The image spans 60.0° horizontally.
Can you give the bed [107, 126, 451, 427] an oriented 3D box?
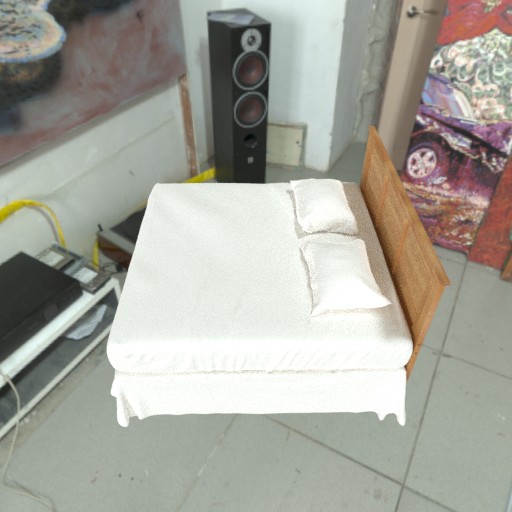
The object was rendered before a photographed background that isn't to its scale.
[{"bbox_3d":[0.000,0.000,3.611,2.215,1.270,2.317,-1,41,-1],"label":"bed"}]
